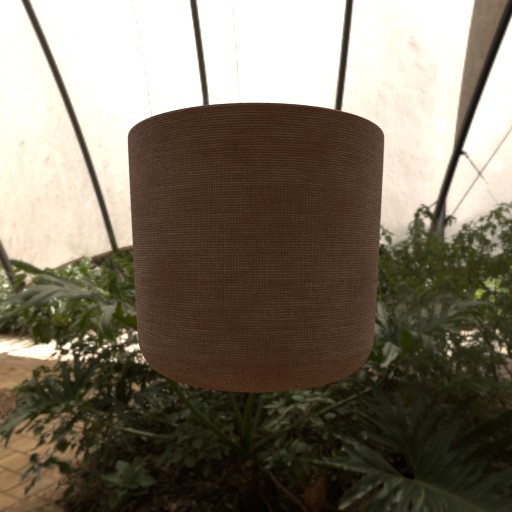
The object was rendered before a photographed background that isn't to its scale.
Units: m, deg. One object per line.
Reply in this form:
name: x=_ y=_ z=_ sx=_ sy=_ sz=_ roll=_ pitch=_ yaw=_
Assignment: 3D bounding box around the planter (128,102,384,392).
planter: x=0.000 y=0.000 z=0.791 sx=0.440 sy=0.398 sz=0.440 roll=0 pitch=0 yaw=0
